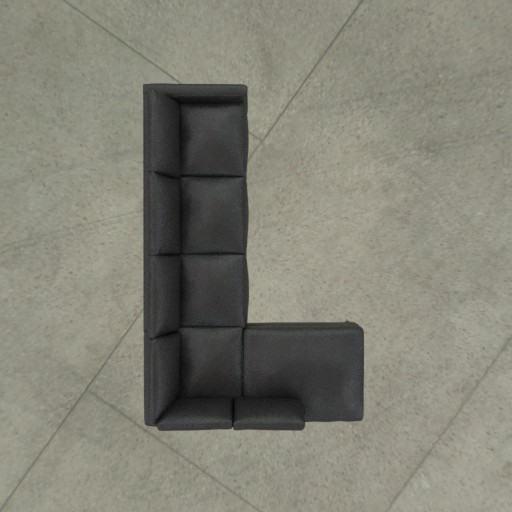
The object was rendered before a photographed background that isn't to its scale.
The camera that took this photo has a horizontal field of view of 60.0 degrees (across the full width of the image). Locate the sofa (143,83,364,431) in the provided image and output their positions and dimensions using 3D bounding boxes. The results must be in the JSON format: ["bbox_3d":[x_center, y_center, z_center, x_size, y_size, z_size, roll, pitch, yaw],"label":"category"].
[{"bbox_3d":[0.000,0.000,4.018,1.938,0.877,2.984,0,90,0],"label":"sofa"}]
